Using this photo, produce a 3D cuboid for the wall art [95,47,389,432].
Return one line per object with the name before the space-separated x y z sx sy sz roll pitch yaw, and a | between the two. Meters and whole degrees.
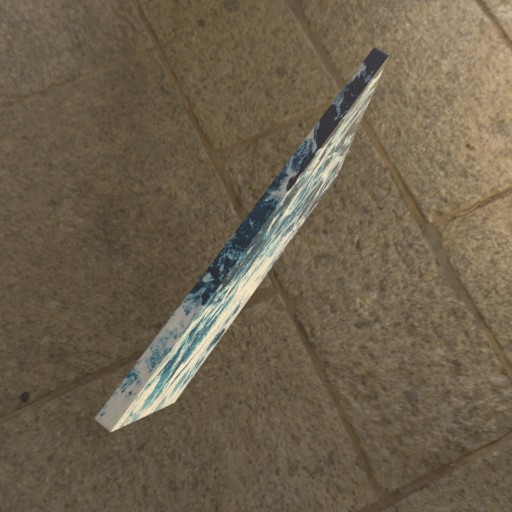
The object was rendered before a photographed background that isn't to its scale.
wall art | 0.000 0.000 1.141 0.042 0.610 0.915 35 79 8
